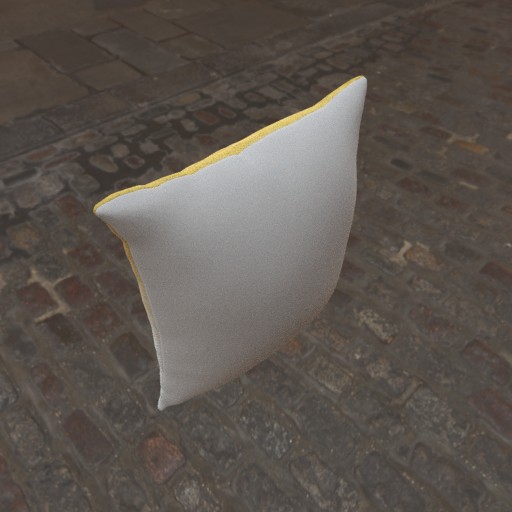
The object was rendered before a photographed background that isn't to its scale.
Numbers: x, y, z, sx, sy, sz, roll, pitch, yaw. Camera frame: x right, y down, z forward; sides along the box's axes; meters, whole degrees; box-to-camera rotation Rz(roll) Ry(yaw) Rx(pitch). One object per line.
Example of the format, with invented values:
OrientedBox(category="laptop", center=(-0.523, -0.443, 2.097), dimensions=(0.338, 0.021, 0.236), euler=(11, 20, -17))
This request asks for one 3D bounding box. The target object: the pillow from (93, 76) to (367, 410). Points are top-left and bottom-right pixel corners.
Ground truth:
OrientedBox(category="pillow", center=(0.000, 0.000, 0.707), dimensions=(0.450, 0.450, 0.211), euler=(-34, 54, -29))
